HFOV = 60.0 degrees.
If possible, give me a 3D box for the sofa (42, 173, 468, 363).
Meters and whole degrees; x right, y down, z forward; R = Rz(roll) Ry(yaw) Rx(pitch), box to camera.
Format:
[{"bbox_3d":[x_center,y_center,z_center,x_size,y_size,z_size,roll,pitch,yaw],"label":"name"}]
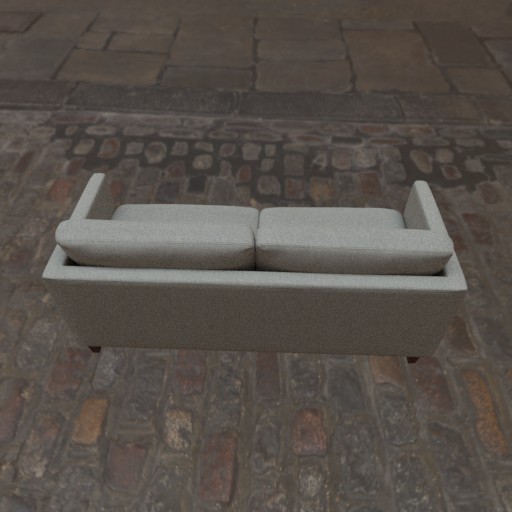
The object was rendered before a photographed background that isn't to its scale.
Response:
[{"bbox_3d":[0.000,0.000,2.768,2.208,0.963,0.956,2,46,2],"label":"sofa"}]
